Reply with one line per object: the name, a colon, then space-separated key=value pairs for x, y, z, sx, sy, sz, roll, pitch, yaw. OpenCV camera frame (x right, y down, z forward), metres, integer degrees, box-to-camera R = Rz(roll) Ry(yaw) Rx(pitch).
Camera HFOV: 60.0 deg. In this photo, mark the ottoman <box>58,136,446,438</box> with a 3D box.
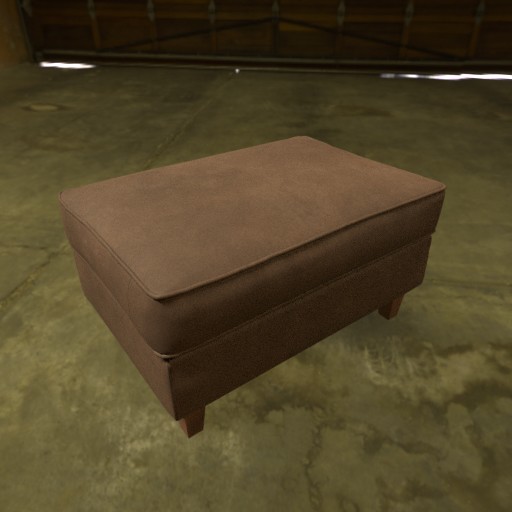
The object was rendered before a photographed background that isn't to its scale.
ottoman: x=0.000 y=0.000 z=1.236 sx=0.860 sy=0.481 sz=0.596 roll=-21 pitch=37 yaw=-31
